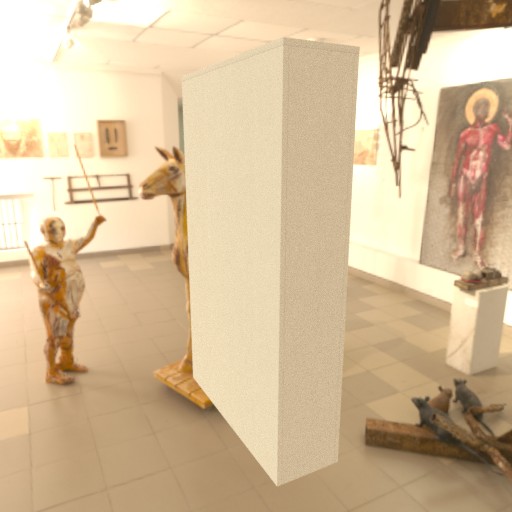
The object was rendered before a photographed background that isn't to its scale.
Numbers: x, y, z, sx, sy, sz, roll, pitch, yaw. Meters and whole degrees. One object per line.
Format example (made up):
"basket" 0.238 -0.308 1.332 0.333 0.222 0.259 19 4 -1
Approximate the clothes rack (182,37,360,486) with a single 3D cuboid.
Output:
"clothes rack" 0.000 0.000 1.595 0.250 1.280 0.750 -7 16 -27
